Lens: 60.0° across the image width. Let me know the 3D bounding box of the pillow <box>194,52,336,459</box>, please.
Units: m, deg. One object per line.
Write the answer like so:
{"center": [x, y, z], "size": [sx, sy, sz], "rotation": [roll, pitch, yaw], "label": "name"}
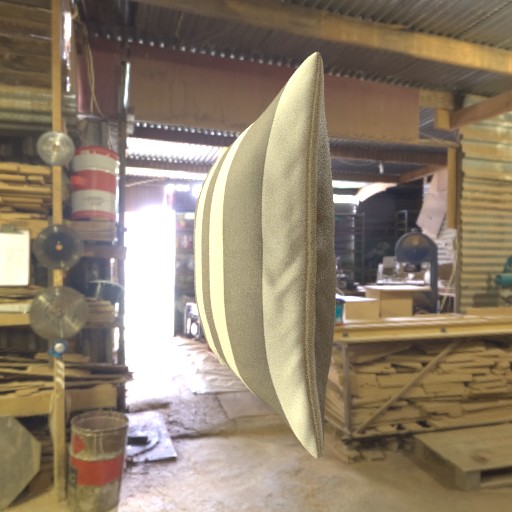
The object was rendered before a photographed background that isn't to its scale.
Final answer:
{"center": [0.000, 0.000, 0.787], "size": [0.192, 0.507, 0.522], "rotation": [0, 0, -17], "label": "pillow"}
